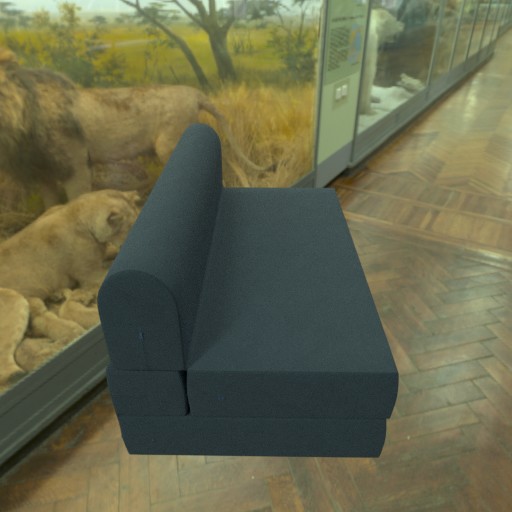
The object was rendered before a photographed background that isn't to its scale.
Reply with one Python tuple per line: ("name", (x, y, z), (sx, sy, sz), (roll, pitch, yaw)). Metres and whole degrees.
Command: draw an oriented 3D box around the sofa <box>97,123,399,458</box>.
("sofa", (0.000, 0.000, 1.644), (0.762, 0.660, 1.219), (0, 32, 1))
